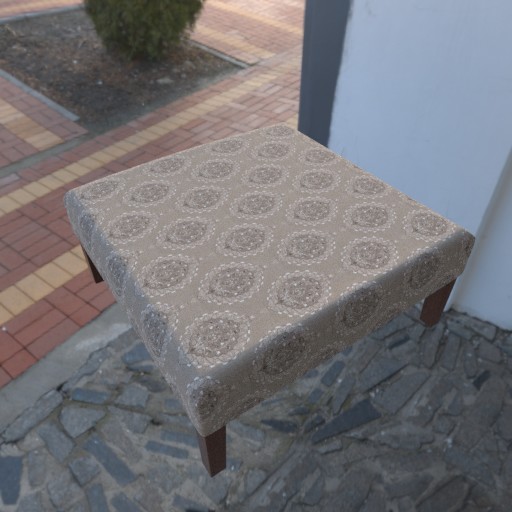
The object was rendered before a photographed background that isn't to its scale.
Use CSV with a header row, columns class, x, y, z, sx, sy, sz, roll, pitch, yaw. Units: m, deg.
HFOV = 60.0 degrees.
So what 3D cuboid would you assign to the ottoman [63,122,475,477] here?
class,x,y,z,sx,sy,sz,roll,pitch,yaw
ottoman,0.000,0.000,1.417,0.890,0.411,0.889,-25,47,-25
